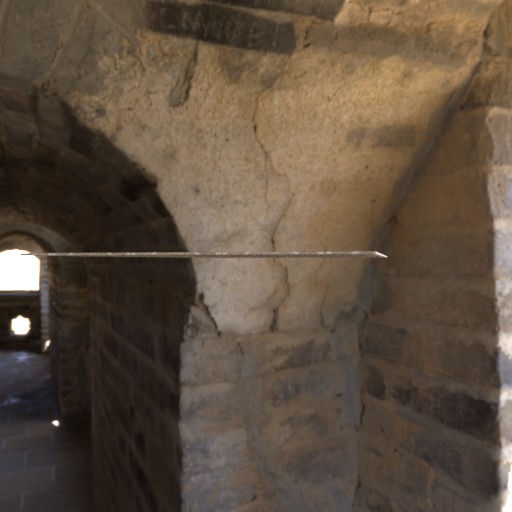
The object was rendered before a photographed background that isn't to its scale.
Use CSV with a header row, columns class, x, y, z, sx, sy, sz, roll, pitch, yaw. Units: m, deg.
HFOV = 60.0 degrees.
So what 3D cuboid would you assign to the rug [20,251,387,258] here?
class,x,y,z,sx,sy,sz,roll,pitch,yaw
rug,0.000,0.000,2.746,1.524,0.010,2.134,0,-1,17
